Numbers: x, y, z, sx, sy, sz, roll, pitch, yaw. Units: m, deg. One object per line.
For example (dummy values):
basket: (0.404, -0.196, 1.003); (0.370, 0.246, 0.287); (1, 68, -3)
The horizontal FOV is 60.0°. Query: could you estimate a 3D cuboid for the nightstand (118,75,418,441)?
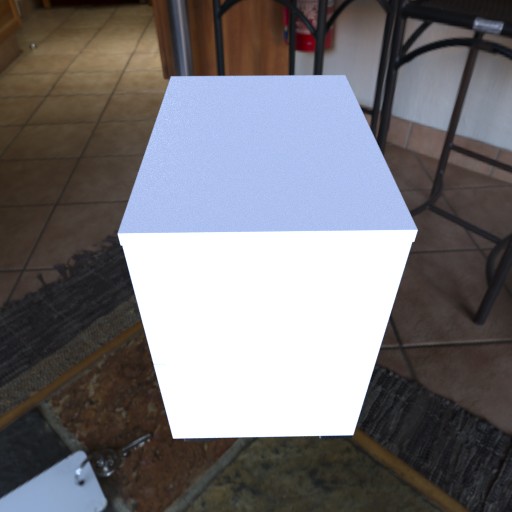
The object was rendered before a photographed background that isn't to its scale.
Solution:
nightstand: (0.000, 0.000, 0.773); (0.325, 0.460, 0.441); (-1, 42, -1)
